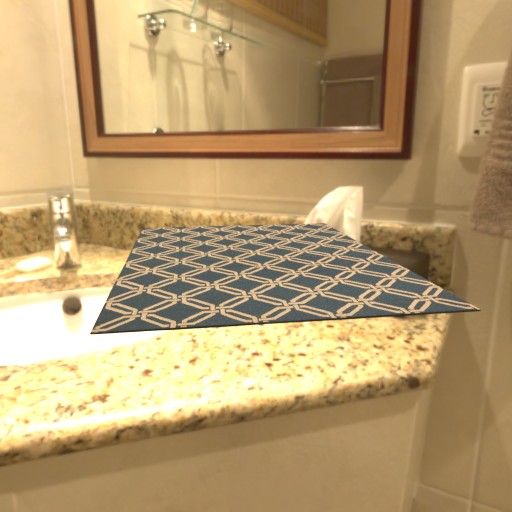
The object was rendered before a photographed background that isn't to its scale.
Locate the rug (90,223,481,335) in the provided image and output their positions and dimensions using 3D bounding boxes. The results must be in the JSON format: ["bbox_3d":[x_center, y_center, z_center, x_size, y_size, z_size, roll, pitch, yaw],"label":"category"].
[{"bbox_3d":[0.000,0.000,4.287,2.432,0.018,3.342,-2,14,-9],"label":"rug"}]
